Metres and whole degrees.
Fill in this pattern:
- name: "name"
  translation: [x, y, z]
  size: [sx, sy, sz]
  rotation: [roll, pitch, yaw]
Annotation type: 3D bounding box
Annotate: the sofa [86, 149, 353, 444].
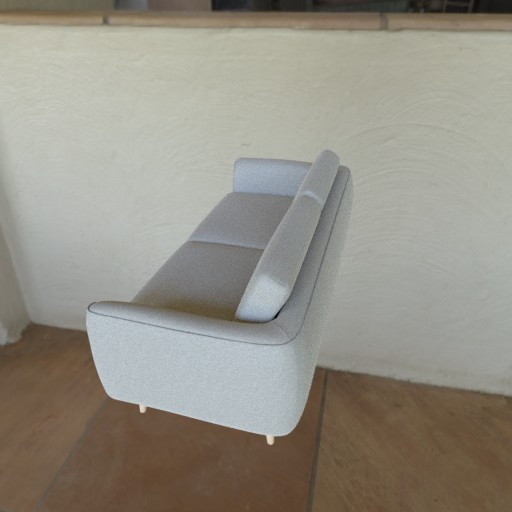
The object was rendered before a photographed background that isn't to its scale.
- name: "sofa"
  translation: [0.000, 0.000, 2.506]
  size: [0.920, 0.850, 2.000]
  rotation: [8, 31, 14]
